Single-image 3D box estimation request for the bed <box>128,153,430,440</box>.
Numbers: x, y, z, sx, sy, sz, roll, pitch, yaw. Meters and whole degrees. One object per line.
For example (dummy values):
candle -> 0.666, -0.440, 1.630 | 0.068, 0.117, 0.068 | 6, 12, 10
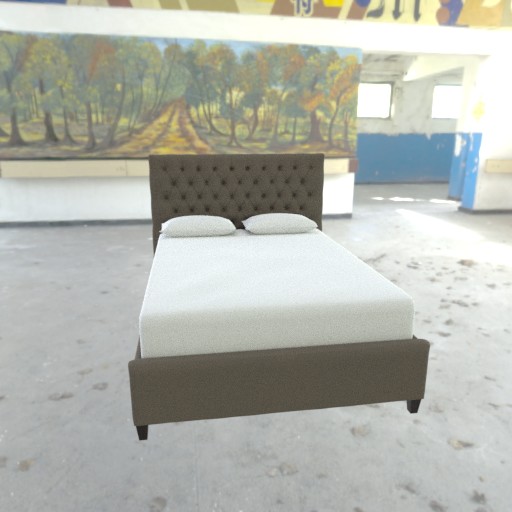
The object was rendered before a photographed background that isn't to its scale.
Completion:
bed -> 0.000, 0.000, 3.377 | 1.696, 1.426, 2.233 | -2, 16, -8
